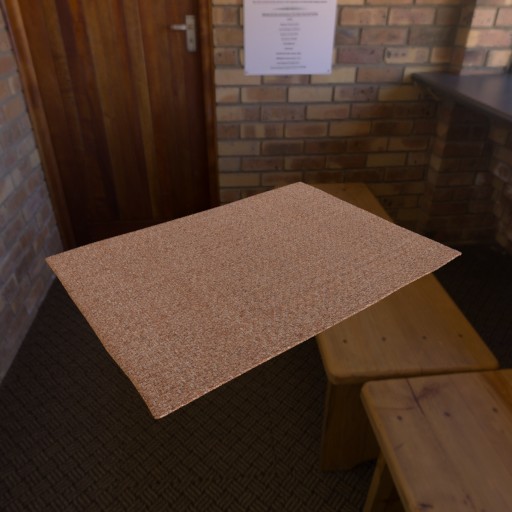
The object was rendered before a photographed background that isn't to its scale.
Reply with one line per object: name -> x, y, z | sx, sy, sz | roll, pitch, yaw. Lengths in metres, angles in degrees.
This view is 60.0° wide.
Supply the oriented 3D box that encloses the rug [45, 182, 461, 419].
rug -> 0.000, 0.000, 2.798 | 2.141, 0.013, 1.566 | -22, 37, -31
